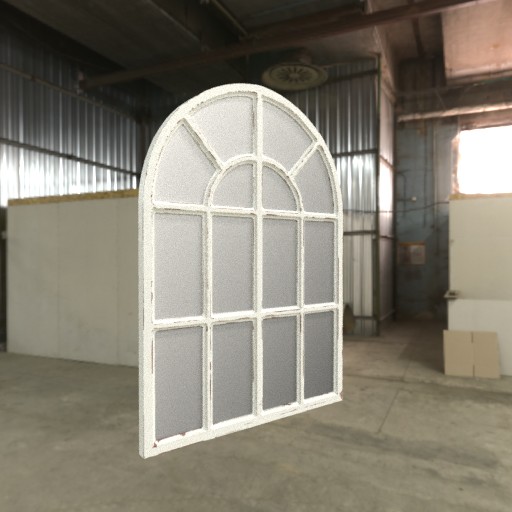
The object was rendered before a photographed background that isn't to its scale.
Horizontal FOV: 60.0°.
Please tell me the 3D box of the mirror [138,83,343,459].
[{"bbox_3d":[0.000,0.000,1.214,0.660,0.920,0.032,-1,1,-37],"label":"mirror"}]
